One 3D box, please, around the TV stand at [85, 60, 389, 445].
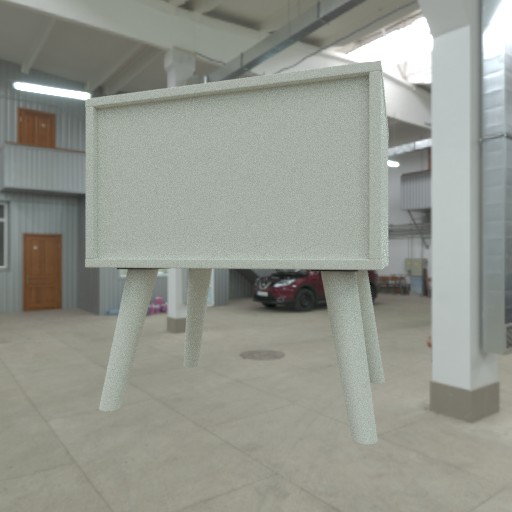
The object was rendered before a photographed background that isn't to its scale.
[{"bbox_3d":[0.000,0.000,0.902,0.508,0.559,0.405,0,0,18],"label":"TV stand"}]
